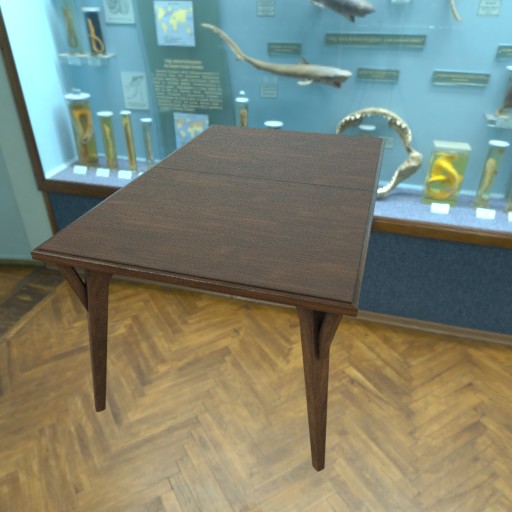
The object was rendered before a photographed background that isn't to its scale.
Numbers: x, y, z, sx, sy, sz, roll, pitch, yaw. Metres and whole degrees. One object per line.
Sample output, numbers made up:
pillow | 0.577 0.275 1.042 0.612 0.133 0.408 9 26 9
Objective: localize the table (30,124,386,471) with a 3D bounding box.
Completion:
table | 0.000 0.000 2.054 0.990 0.761 1.524 9 32 14
